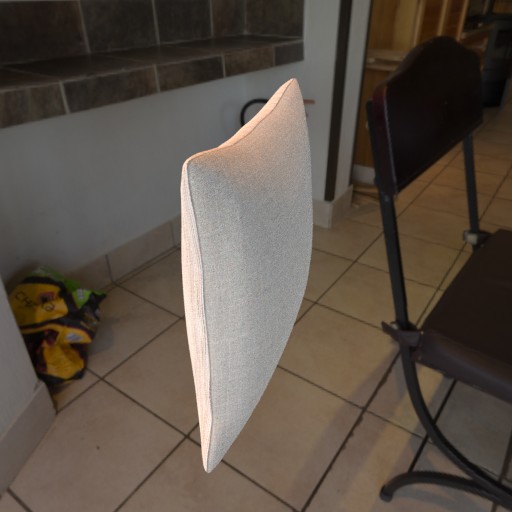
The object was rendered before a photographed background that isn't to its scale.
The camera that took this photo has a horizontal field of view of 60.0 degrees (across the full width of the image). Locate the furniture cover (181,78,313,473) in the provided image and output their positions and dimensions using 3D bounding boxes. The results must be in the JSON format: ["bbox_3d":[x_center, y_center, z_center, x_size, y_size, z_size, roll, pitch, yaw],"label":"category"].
[{"bbox_3d":[0.000,0.000,0.773,0.178,0.506,0.512,9,32,14],"label":"furniture cover"}]
